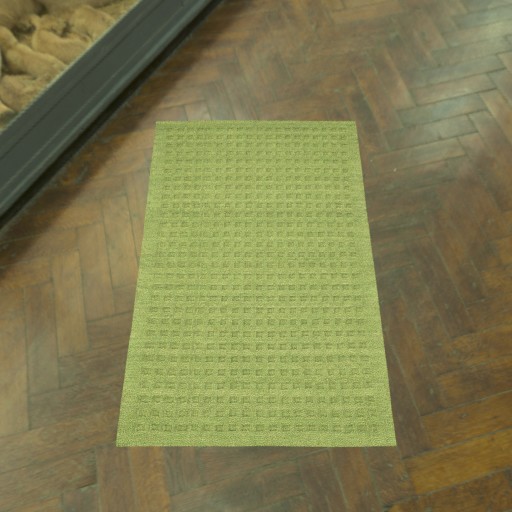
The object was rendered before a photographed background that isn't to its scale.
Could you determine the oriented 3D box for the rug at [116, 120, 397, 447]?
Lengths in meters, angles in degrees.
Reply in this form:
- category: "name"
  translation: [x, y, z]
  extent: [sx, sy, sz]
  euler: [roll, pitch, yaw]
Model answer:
- category: "rug"
  translation: [0.000, 0.000, 2.902]
  extent: [1.529, 0.007, 2.297]
  euler: [0, 65, 0]
